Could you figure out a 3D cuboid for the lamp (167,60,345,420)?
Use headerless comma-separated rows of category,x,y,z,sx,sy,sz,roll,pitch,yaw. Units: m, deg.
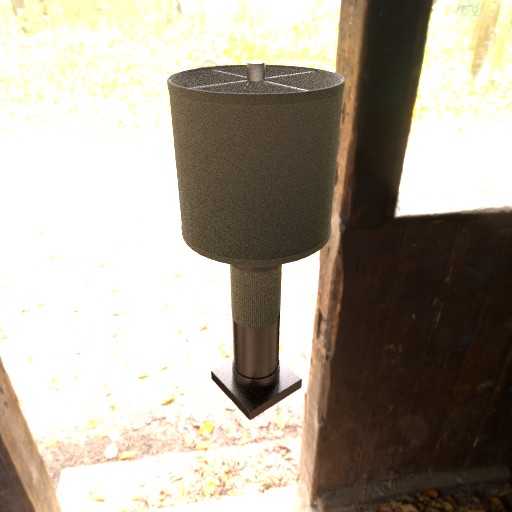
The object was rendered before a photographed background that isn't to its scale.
lamp,0.000,0.000,0.630,0.202,0.509,0.202,-22,37,-32
